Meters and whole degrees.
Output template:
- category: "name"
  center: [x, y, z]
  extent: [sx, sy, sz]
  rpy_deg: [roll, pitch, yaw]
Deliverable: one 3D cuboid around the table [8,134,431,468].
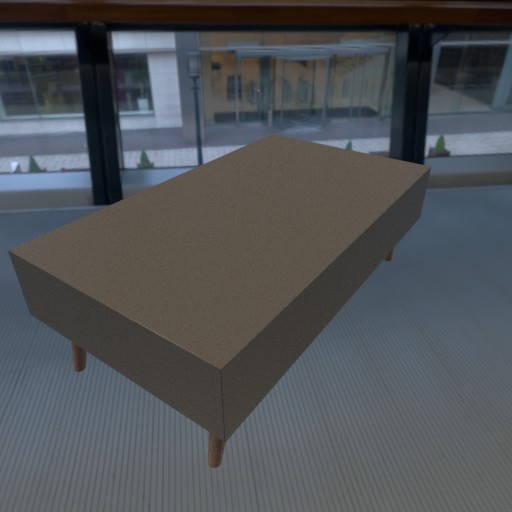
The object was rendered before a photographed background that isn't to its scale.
- category: "table"
  center: [0.000, 0.000, 1.468]
  extent: [0.703, 0.404, 1.201]
  rpy_deg: [21, 38, 29]
